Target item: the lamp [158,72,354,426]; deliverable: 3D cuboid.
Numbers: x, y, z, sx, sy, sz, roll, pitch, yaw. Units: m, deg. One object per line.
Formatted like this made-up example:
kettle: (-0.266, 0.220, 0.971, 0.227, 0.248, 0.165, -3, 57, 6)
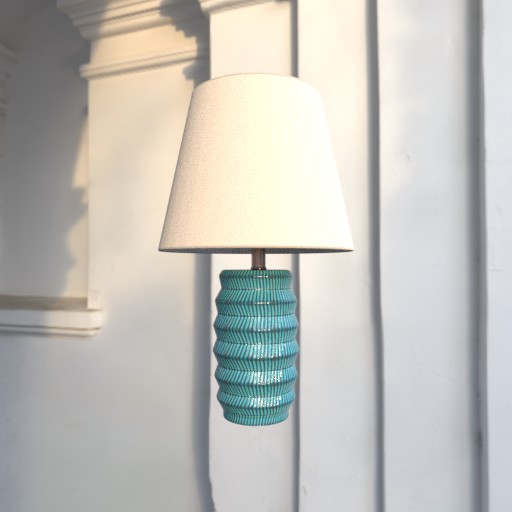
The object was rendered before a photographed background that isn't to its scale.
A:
lamp: (0.000, 0.000, 0.820, 0.355, 0.582, 0.355, 0, -1, 0)
